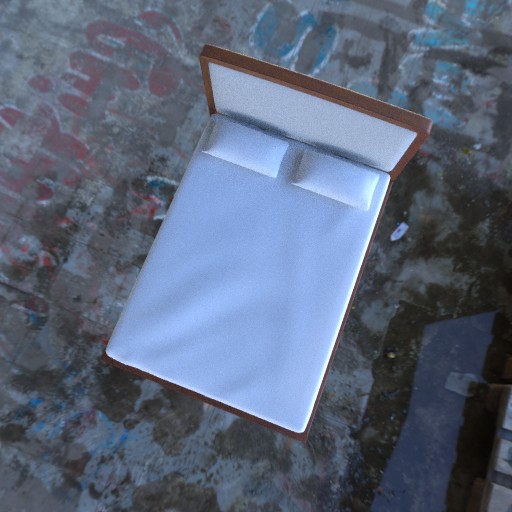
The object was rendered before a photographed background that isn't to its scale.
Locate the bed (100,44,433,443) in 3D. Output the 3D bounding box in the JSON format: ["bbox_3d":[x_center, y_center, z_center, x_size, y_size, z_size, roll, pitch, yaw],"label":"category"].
[{"bbox_3d":[0.000,0.000,3.239,1.587,1.275,2.196,21,78,5],"label":"bed"}]
